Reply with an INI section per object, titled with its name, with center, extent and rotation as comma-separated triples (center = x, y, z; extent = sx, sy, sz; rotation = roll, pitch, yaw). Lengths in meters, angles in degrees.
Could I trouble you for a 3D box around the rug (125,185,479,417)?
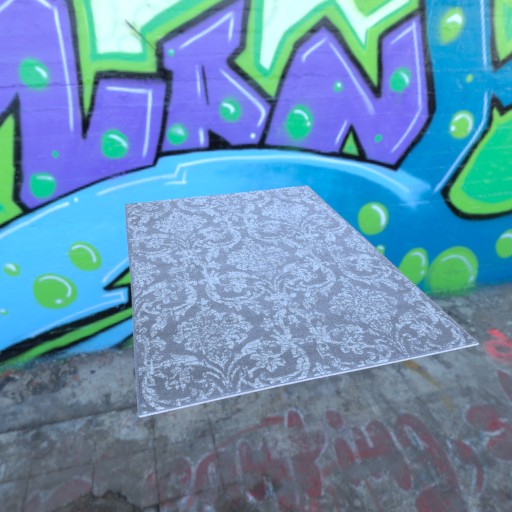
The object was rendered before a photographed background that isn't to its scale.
[rug]
center = 0.000, 0.000, 2.840
extent = 1.578, 0.014, 2.206
rotation = -8, 30, -14
